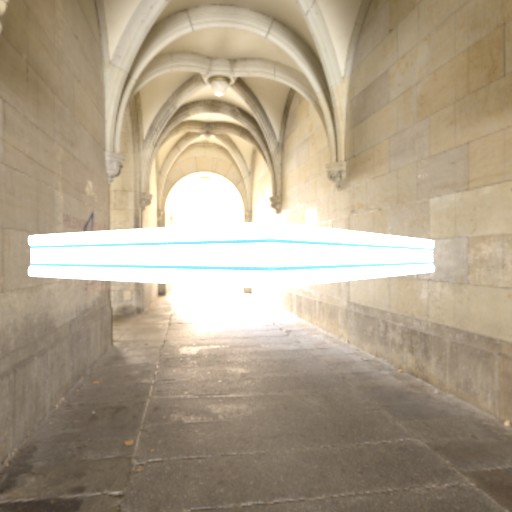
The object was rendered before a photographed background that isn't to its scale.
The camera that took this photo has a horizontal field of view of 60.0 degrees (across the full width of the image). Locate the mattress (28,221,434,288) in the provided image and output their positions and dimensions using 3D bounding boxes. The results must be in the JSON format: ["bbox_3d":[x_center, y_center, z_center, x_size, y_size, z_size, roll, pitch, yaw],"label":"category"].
[{"bbox_3d":[0.000,0.000,2.729,1.600,0.230,2.000,0,0,36],"label":"mattress"}]
